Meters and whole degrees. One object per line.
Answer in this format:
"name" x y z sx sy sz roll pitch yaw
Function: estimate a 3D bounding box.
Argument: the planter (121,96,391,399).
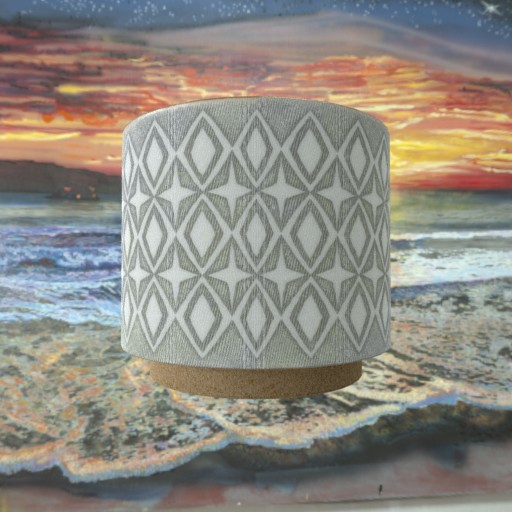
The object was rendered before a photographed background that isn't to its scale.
"planter" 0.000 0.000 0.439 0.255 0.223 0.255 0 -1 0
